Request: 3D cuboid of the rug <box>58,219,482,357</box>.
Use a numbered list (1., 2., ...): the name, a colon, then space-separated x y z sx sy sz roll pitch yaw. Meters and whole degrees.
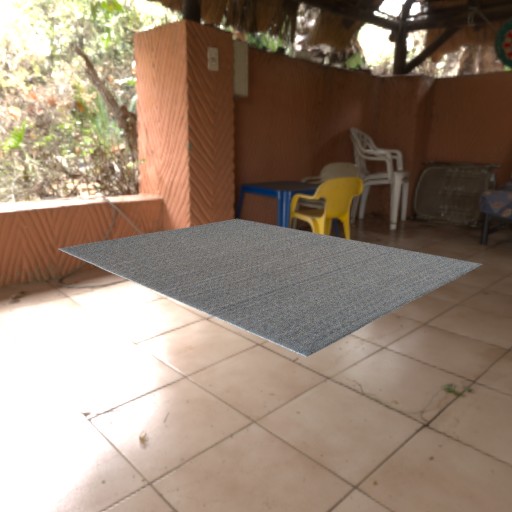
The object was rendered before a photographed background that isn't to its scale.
1. rug: 0.000 0.000 4.156 2.443 0.007 3.200 -14 20 -43
